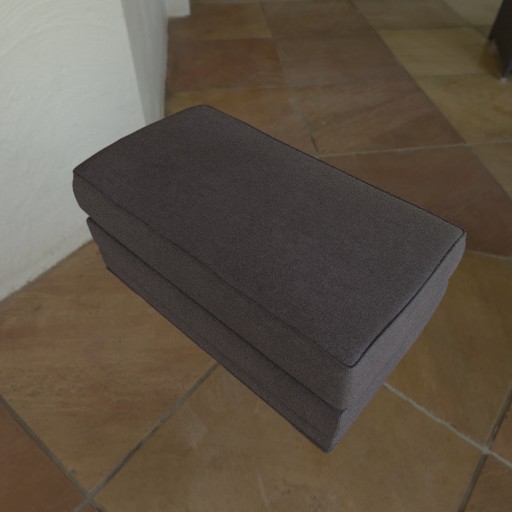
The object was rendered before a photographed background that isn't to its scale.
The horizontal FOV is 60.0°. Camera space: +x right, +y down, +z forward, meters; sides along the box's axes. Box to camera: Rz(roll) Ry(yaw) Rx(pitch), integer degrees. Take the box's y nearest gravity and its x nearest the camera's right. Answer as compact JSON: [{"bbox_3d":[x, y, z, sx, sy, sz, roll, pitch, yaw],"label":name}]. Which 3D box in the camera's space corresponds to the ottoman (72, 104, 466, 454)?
[{"bbox_3d":[0.000,0.000,1.160,0.864,0.448,0.490,33,55,27],"label":"ottoman"}]
